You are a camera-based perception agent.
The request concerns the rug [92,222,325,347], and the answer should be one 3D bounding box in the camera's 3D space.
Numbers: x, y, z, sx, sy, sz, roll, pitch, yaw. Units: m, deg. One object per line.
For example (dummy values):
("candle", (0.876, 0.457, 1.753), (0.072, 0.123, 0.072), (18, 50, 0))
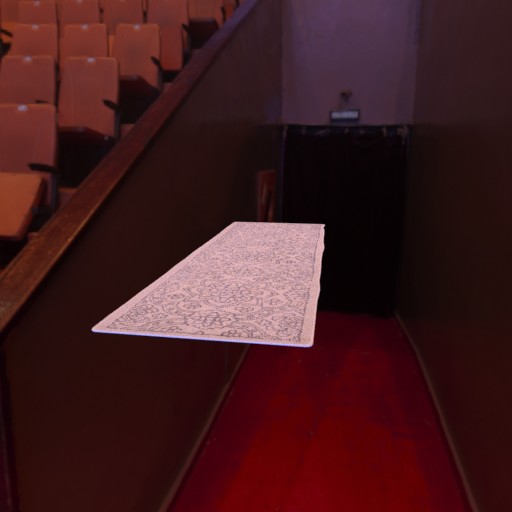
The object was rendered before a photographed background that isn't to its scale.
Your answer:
("rug", (0.000, 0.000, 2.683), (0.806, 0.006, 2.431), (2, 14, 9))
